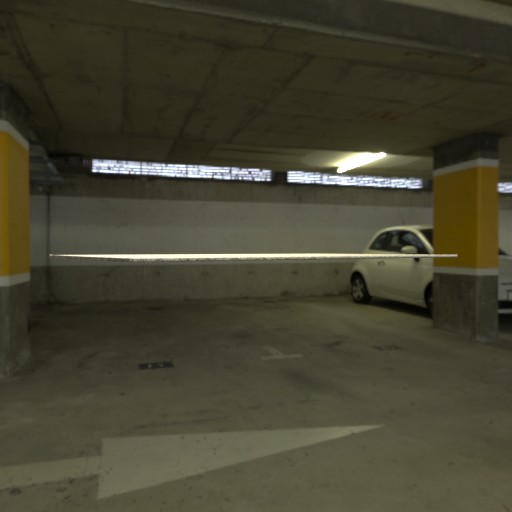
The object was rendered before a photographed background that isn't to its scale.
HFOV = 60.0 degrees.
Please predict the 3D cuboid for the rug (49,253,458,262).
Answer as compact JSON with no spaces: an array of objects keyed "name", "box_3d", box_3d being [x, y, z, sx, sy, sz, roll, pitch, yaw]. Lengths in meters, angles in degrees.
[{"name":"rug","box_3d":[0.000,0.000,2.376,1.832,0.016,1.224,0,1,-35]}]
